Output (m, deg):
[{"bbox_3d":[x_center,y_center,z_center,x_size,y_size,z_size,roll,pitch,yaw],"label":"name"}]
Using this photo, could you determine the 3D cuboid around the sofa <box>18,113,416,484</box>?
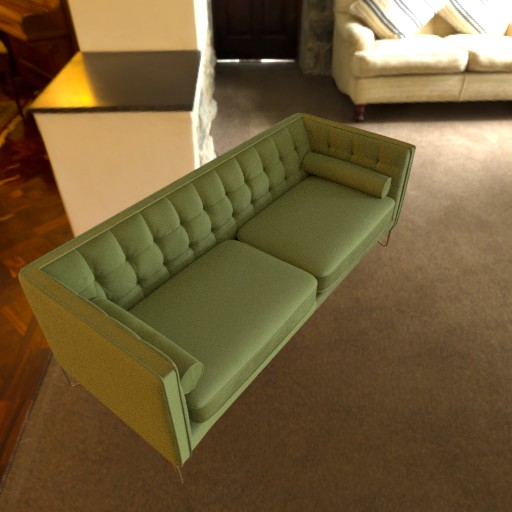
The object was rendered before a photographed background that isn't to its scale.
[{"bbox_3d":[0.000,0.000,2.434,0.867,0.789,2.087,26,46,28],"label":"sofa"}]
